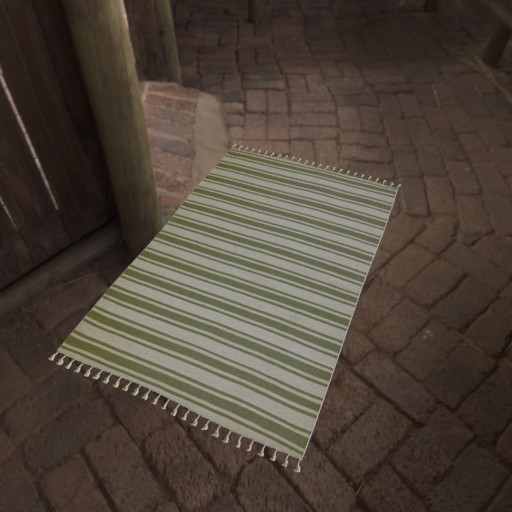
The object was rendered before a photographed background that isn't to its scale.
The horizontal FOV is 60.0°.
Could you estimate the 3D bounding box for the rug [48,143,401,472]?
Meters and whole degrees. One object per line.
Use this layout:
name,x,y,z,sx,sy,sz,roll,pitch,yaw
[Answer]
rug,0.000,0.000,2.351,1.162,0.013,1.875,18,49,16
